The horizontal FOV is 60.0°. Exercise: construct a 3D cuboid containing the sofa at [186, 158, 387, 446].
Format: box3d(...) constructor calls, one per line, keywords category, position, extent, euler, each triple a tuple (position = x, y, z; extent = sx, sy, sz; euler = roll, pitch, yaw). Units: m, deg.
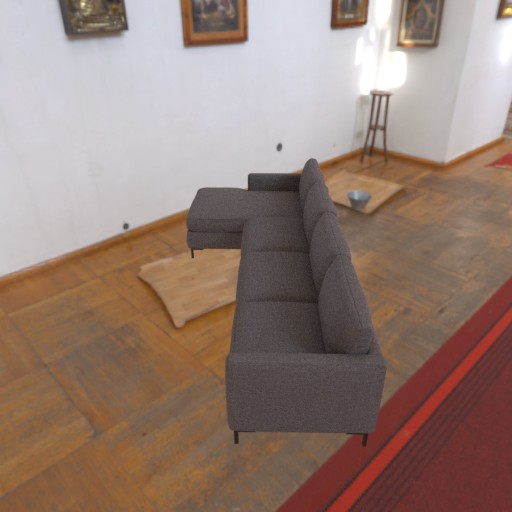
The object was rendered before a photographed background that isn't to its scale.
box3d(category="sofa", position=(0.000, 0.000, 3.261), extent=(1.258, 0.754, 2.731), euler=(1, 29, 1))
